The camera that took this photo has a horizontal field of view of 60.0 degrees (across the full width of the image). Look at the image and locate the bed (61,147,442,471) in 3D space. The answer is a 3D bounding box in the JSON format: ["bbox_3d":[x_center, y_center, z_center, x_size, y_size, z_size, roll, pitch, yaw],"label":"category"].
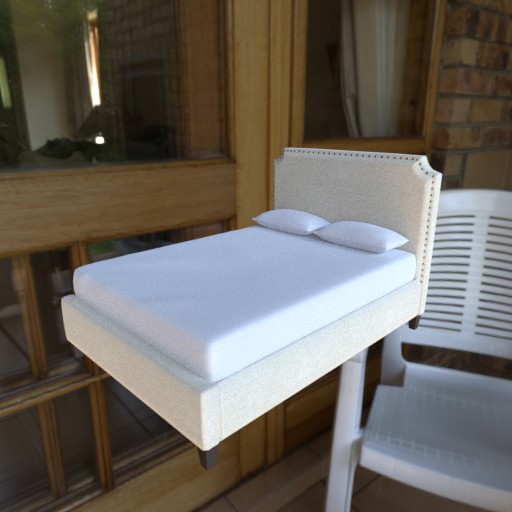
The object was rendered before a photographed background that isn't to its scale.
[{"bbox_3d":[0.000,0.000,3.394,2.381,1.457,1.713,-16,24,-42],"label":"bed"}]
